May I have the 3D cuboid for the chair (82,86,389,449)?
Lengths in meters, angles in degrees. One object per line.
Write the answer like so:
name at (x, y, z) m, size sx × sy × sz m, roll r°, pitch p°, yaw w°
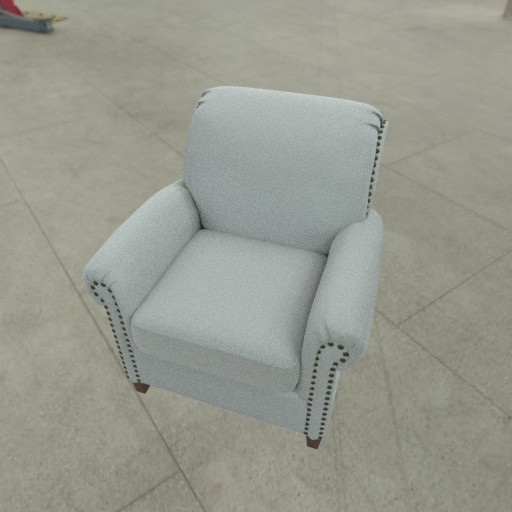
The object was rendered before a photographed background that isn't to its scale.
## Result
chair at (0.000, 0.000, 1.572) m, size 0.854 × 0.927 × 0.890 m, roll 12°, pitch 41°, yaw 14°
